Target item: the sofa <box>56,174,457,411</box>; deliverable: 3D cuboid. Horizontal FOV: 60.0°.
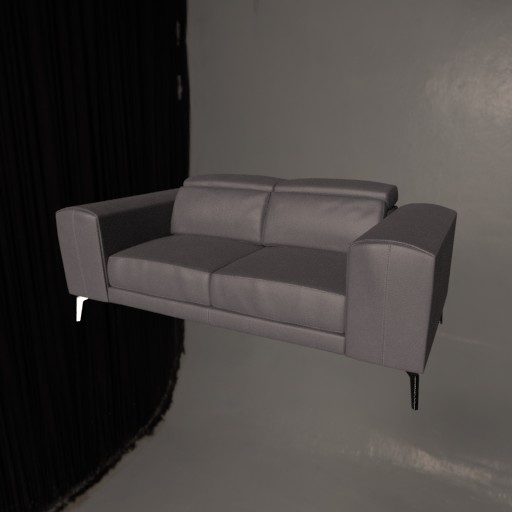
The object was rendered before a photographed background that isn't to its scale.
[{"bbox_3d":[0.000,0.000,2.374,1.895,0.779,1.003,8,17,26],"label":"sofa"}]
